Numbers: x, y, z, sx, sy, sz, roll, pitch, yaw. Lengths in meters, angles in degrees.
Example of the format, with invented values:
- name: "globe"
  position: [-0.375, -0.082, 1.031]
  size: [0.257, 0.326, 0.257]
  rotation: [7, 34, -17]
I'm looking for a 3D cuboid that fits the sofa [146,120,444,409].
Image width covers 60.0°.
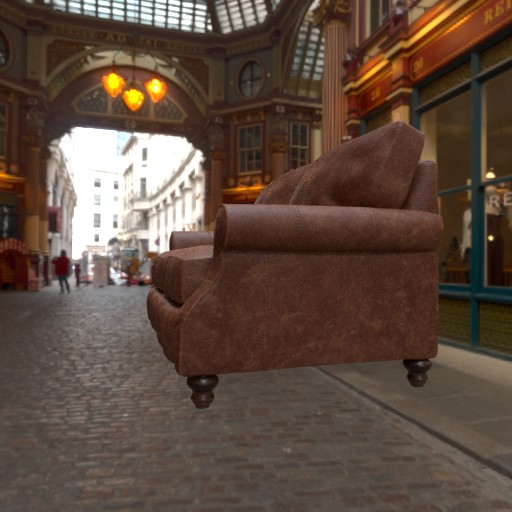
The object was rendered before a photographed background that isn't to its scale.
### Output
- name: "sofa"
  position: [0.000, 0.000, 2.164]
  size: [0.990, 0.967, 1.616]
  rotation: [0, 0, -17]
